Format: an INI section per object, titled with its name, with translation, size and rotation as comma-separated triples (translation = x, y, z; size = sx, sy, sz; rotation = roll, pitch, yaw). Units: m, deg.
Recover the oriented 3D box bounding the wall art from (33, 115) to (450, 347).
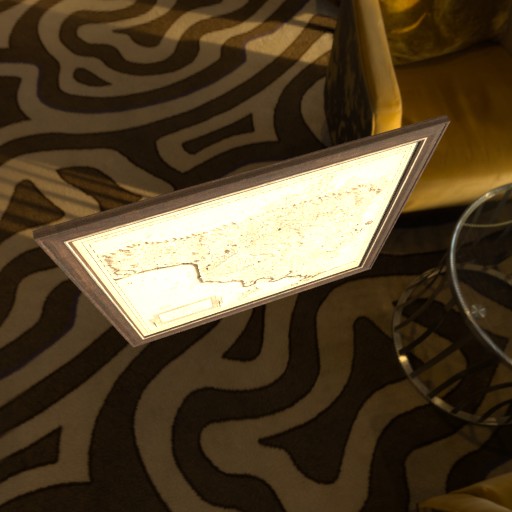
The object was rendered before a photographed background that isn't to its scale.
[wall art]
translation = 0.000, 0.000, 1.437
size = 1.033, 0.875, 0.023
rotation = -17, 64, -9
